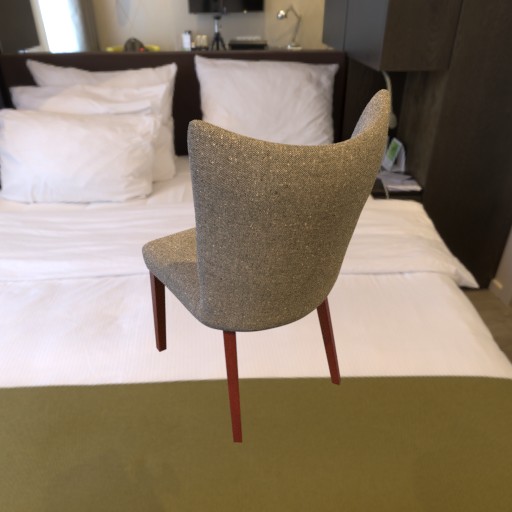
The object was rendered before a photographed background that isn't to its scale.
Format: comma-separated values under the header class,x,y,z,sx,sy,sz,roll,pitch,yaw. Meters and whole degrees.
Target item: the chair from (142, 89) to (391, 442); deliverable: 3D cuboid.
class,x,y,z,sx,sy,sz,roll,pitch,yaw
chair,0.000,0.000,1.294,0.535,0.924,0.623,-19,36,-29
